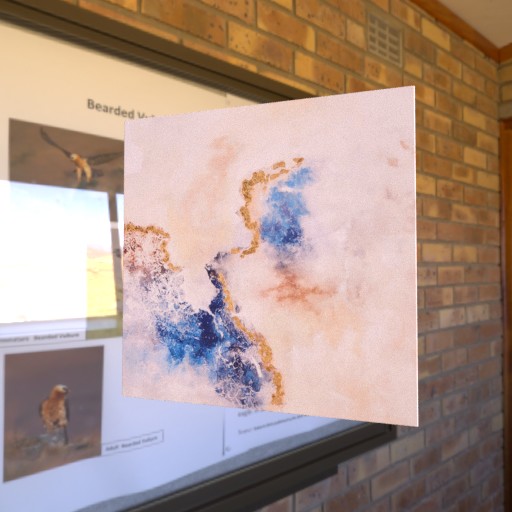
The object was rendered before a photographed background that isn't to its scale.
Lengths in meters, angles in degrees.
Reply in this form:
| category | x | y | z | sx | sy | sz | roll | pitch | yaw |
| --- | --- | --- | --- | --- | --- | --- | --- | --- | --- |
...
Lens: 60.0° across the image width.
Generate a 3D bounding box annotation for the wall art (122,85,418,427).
| category | x | y | z | sx | sy | sz | roll | pitch | yaw |
| --- | --- | --- | --- | --- | --- | --- | --- | --- | --- |
| wall art | 0.000 | 0.000 | 1.307 | 0.889 | 0.889 | 0.038 | -1 | -2 | 18 |
